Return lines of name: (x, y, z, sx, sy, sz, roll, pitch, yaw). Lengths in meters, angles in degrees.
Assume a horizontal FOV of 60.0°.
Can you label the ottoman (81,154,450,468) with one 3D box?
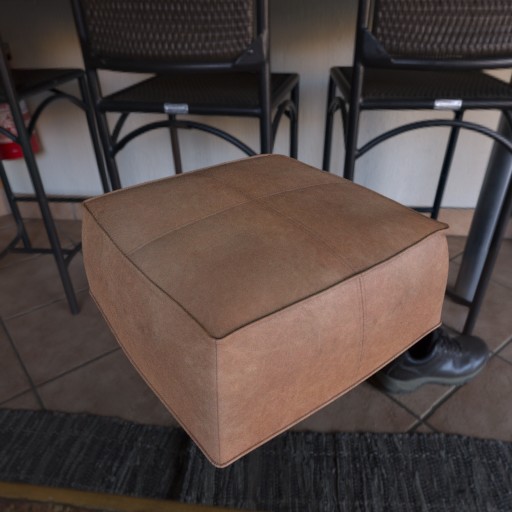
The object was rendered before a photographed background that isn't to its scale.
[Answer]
ottoman: (0.000, 0.000, 1.398, 0.901, 0.395, 0.902, -21, 37, -31)
